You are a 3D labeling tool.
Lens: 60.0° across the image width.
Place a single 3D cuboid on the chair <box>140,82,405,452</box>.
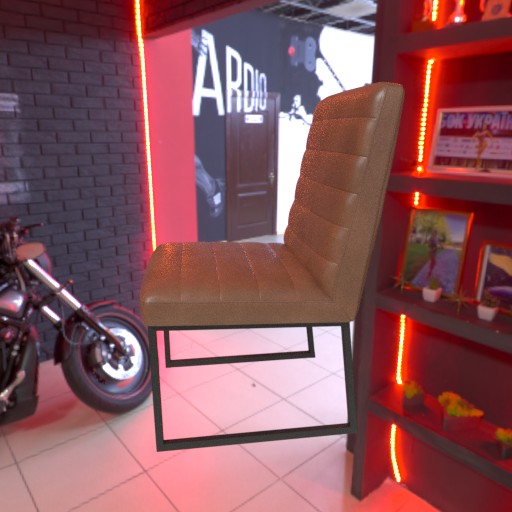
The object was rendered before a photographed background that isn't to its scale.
[{"bbox_3d":[0.000,0.000,1.312,0.634,0.930,0.520,-2,15,-8],"label":"chair"}]
